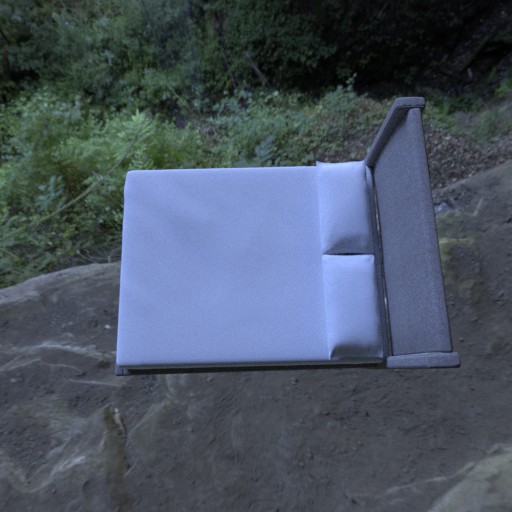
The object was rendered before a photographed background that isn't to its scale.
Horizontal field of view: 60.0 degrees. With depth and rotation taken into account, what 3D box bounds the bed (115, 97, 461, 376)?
[{"bbox_3d":[0.000,0.000,3.362,2.245,1.476,1.714,-1,75,0],"label":"bed"}]
